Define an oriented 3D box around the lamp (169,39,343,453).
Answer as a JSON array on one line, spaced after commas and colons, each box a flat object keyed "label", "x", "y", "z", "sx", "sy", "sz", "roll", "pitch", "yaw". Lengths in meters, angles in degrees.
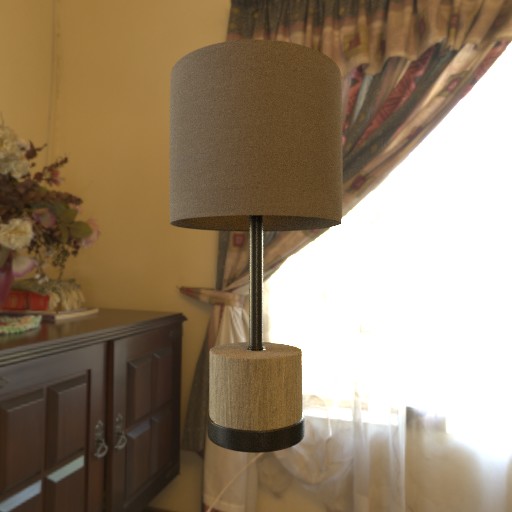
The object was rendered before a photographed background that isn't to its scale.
[{"label": "lamp", "x": 0.000, "y": 0.000, "z": 0.594, "sx": 0.229, "sy": 0.470, "sz": 0.229, "roll": 0, "pitch": -1, "yaw": 3}]
